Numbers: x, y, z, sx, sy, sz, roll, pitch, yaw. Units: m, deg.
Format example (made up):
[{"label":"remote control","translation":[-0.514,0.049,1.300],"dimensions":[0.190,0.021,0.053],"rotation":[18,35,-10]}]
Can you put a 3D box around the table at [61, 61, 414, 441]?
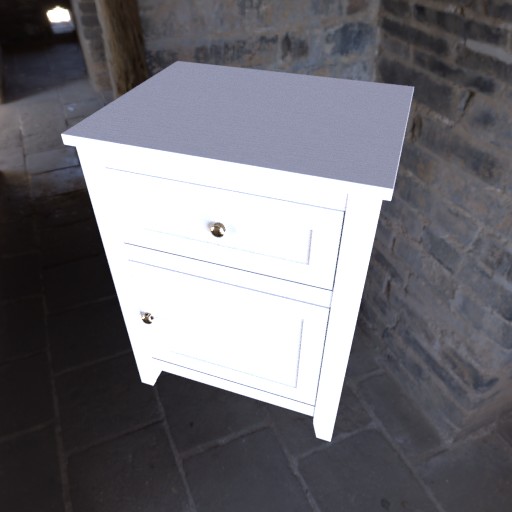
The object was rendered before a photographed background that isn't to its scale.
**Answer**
[{"label":"table","translation":[0.000,0.000,0.934],"dimensions":[0.480,0.635,0.381],"rotation":[12,41,14]}]
